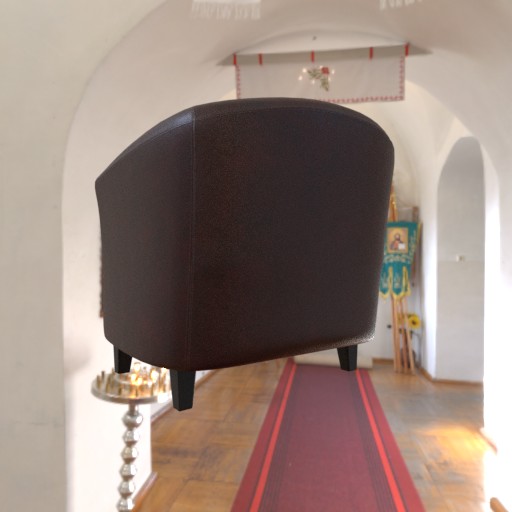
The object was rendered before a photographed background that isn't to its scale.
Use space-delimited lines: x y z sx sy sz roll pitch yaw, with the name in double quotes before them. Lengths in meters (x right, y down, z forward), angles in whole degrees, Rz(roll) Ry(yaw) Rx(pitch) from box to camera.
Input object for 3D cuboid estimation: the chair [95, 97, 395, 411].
"chair" 0.000 0.000 1.371 0.792 0.756 0.727 0 0 -37
